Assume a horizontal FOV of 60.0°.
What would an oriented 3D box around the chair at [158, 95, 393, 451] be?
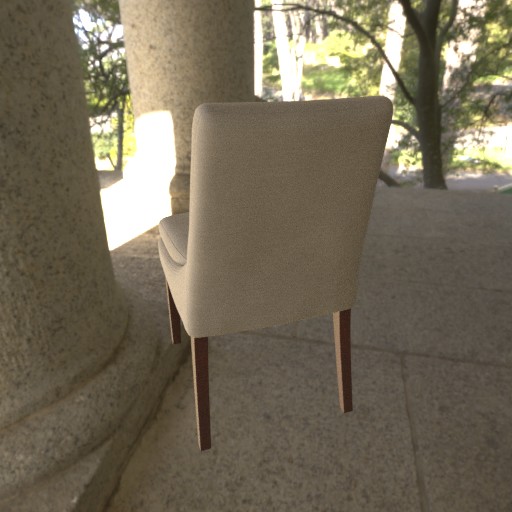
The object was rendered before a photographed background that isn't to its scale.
[{"bbox_3d":[0.000,0.000,1.301,0.515,0.940,0.638,-8,28,-16],"label":"chair"}]
